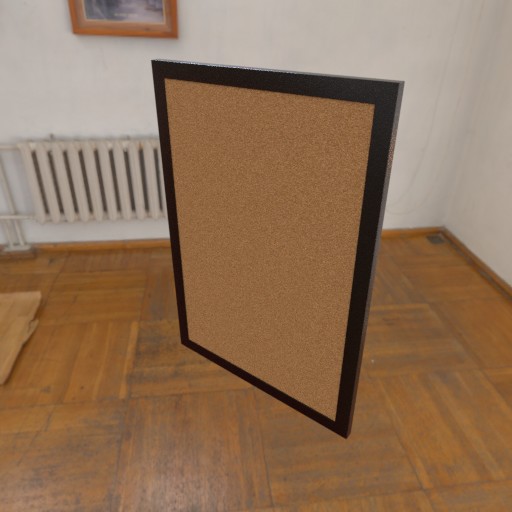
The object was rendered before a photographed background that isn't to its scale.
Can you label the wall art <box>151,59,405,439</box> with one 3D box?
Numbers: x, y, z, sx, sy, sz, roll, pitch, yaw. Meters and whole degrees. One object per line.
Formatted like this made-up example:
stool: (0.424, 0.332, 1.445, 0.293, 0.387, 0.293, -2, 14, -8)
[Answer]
wall art: (0.000, 0.000, 0.551, 0.304, 0.432, 0.013, 21, 35, 32)
